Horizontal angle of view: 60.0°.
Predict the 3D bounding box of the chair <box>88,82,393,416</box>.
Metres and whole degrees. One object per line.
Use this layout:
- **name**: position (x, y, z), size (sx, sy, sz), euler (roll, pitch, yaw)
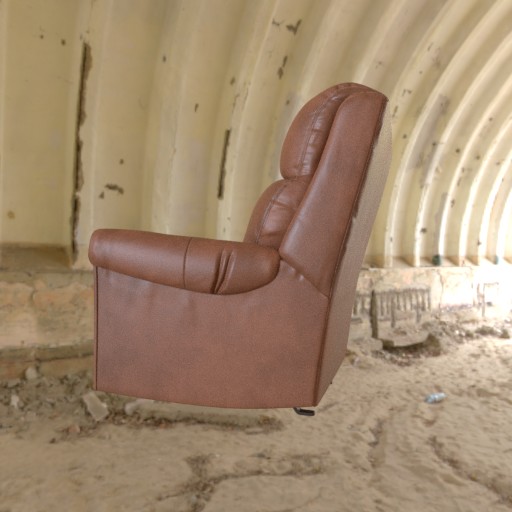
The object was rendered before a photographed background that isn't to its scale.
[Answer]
- **chair**: position (0.000, 0.000, 1.727), size (1.014, 1.054, 0.838), euler (0, -1, 18)
